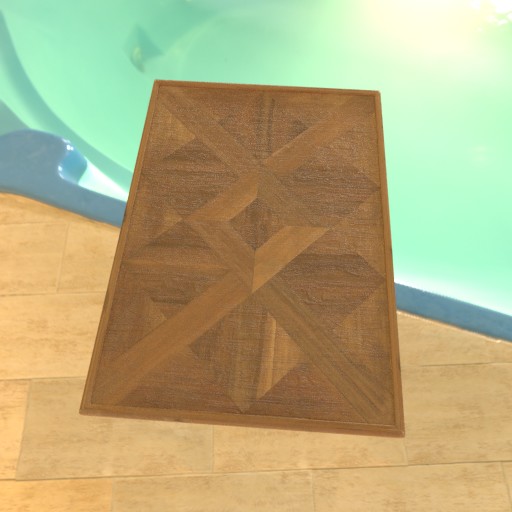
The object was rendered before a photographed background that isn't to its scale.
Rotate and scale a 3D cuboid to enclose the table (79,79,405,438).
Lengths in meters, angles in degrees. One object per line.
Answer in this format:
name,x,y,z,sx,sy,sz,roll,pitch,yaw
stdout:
table,0.000,0.000,1.668,0.877,0.492,1.238,3,65,2
